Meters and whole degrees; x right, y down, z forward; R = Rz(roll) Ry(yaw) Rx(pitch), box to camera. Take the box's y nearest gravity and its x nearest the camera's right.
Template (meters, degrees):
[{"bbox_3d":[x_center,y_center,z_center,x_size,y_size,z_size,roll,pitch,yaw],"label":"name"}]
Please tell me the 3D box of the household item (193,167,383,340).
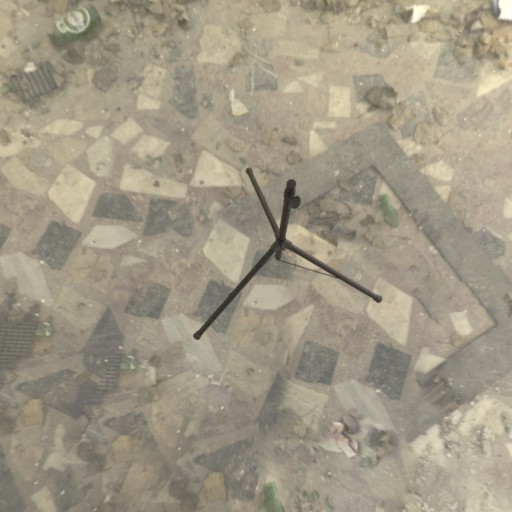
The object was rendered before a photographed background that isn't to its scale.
[{"bbox_3d":[0.000,0.000,2.873,1.339,1.595,1.596,-41,78,-10],"label":"household item"}]
